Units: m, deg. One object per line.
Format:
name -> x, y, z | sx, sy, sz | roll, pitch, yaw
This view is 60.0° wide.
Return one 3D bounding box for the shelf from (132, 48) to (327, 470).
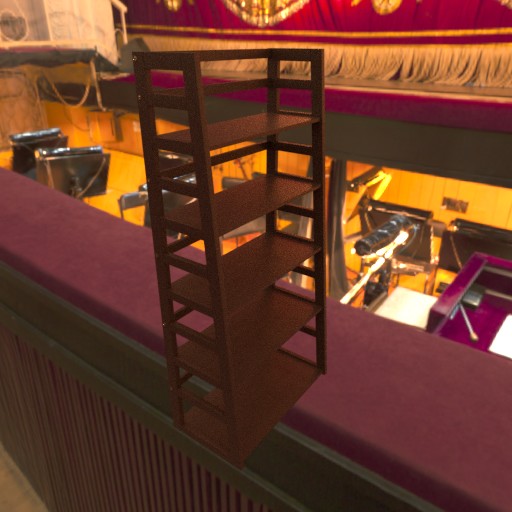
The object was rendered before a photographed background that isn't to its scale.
shelf -> 0.000, 0.000, 1.899 | 0.403, 1.600, 0.763 | 18, 31, 32
